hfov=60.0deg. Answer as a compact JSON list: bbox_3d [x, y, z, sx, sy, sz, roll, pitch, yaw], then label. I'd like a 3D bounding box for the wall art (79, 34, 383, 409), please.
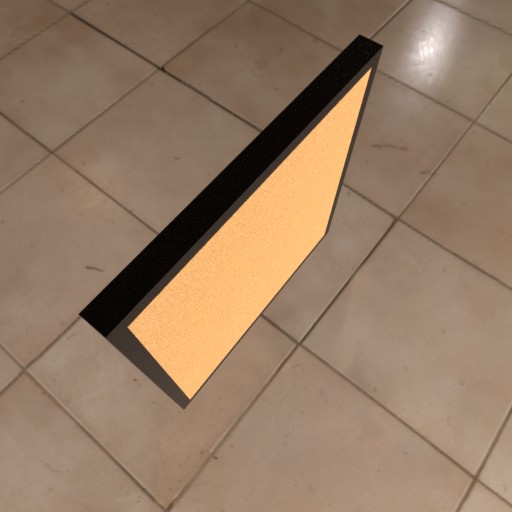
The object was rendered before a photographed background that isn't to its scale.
[{"bbox_3d":[0.000,0.000,0.735,0.038,0.506,0.506,35,69,16],"label":"wall art"}]
